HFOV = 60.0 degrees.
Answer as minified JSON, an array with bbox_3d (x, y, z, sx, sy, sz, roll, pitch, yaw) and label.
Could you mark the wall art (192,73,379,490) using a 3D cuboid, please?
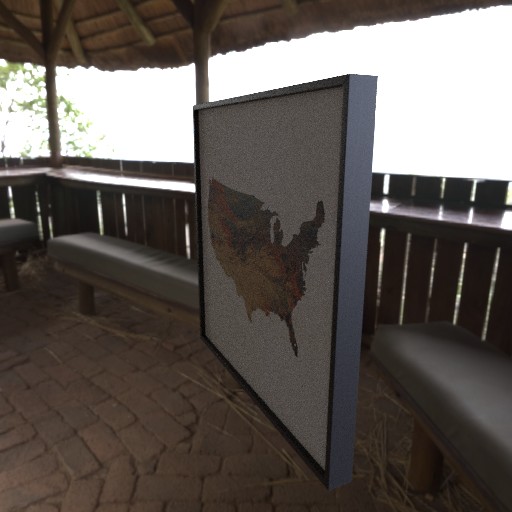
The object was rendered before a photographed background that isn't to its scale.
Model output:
[{"bbox_3d":[0.000,0.000,0.739,0.038,0.507,0.507,-7,17,-25],"label":"wall art"}]
